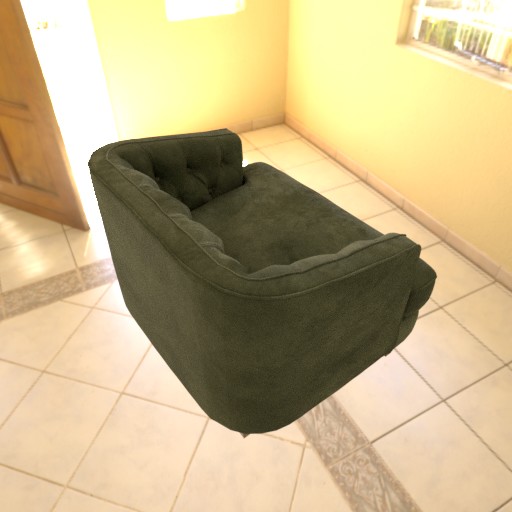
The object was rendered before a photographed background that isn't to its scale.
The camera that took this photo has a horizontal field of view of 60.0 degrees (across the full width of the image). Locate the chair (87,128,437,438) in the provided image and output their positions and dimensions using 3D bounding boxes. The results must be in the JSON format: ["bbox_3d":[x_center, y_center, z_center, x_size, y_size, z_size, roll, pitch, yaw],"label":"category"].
[{"bbox_3d":[0.000,0.000,1.774,0.941,0.852,1.104,-27,48,-28],"label":"chair"}]
